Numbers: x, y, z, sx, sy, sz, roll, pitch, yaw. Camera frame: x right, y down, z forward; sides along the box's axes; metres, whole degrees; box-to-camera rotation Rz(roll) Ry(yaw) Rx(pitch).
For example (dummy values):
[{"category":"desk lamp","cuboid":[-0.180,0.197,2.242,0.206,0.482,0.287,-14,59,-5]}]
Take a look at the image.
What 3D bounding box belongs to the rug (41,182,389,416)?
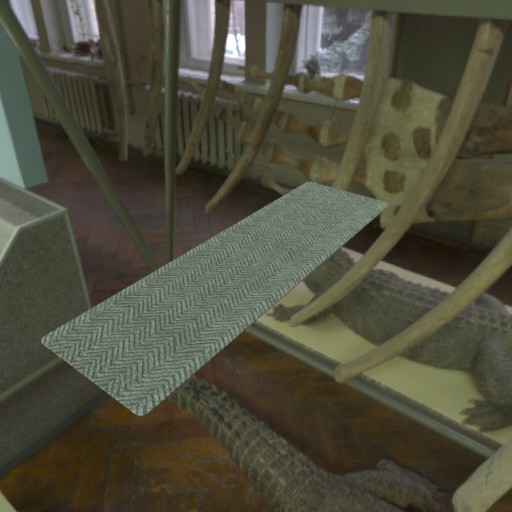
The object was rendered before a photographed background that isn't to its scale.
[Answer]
[{"category":"rug","cuboid":[0.000,0.000,2.560,0.686,0.008,2.286,22,38,31]}]
